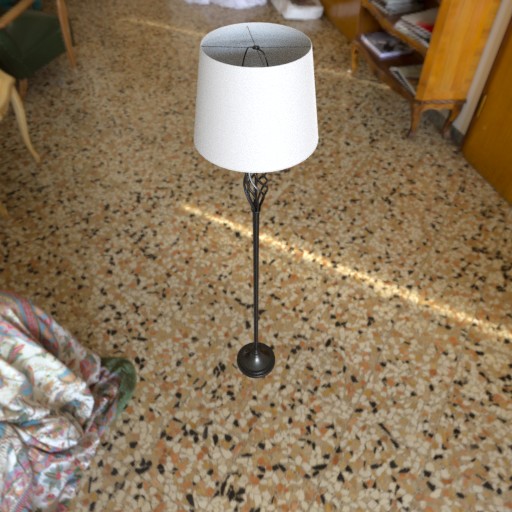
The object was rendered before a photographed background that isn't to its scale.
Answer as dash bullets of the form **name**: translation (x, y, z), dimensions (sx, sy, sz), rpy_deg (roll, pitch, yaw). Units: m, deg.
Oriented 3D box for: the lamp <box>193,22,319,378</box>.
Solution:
- **lamp**: translation (0.000, 0.000, 1.744), dimensions (0.379, 1.623, 0.379), rpy_deg (0, 47, 0)
